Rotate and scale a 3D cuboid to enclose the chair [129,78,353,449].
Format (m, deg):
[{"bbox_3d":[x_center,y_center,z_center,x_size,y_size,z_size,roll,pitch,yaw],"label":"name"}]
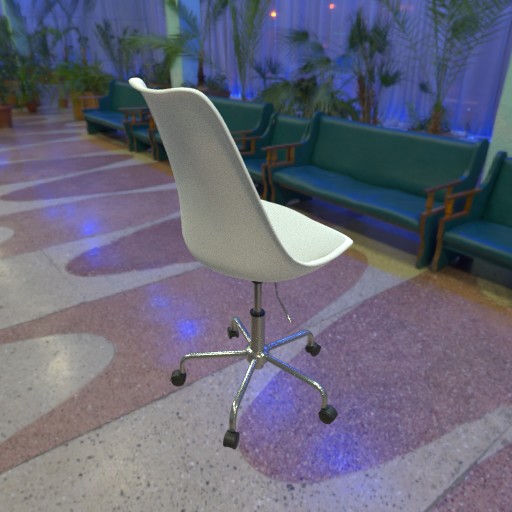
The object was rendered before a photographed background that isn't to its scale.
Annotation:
[{"bbox_3d":[0.000,0.000,1.232,0.550,0.930,0.550,-18,32,-32],"label":"chair"}]
